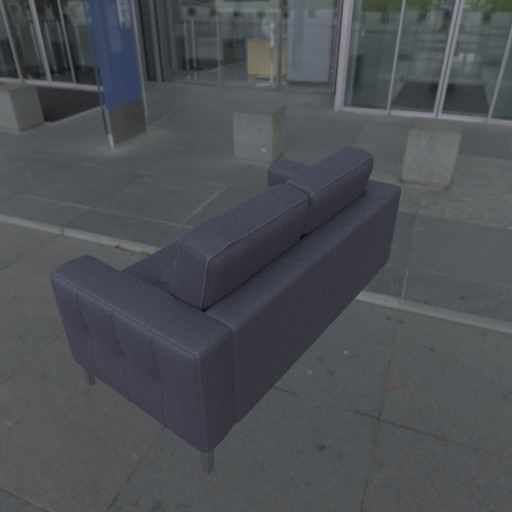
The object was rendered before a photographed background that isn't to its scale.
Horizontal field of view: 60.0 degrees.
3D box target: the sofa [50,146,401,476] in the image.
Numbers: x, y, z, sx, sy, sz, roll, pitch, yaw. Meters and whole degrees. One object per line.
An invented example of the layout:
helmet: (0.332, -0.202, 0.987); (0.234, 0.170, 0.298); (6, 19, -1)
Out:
sofa: (0.000, 0.000, 2.225); (0.833, 0.893, 1.726); (21, 37, 31)
